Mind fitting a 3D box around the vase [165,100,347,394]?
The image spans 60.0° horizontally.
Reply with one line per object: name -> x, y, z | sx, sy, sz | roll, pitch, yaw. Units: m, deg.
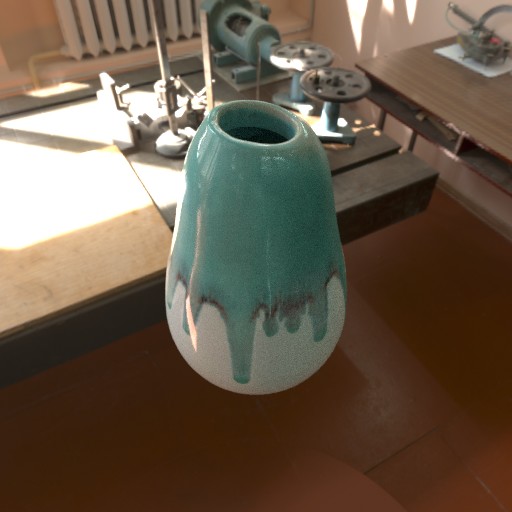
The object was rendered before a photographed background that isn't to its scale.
vase -> 0.000, 0.000, 0.261 | 0.116, 0.179, 0.116 | 0, 46, 0
